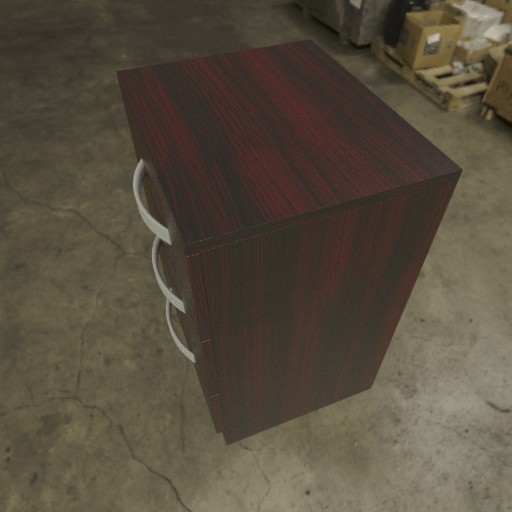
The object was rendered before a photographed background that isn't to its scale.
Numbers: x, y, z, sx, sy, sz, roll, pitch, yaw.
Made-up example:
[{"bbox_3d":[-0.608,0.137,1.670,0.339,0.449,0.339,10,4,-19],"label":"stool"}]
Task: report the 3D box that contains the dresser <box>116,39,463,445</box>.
[{"bbox_3d":[0.000,0.000,0.802,0.360,0.560,0.400,-16,50,-14],"label":"dresser"}]
